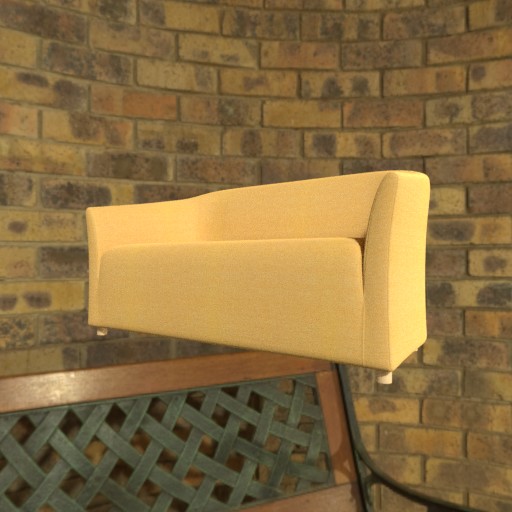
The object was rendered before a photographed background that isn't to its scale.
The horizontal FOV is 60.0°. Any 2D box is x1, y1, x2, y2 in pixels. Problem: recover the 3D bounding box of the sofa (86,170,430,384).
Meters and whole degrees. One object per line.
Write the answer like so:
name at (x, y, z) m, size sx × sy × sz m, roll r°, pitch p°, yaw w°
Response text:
sofa at (0.000, 0.000, 1.884) m, size 1.452 × 0.721 × 0.705 m, roll 0°, pitch -1°, yaw 36°
